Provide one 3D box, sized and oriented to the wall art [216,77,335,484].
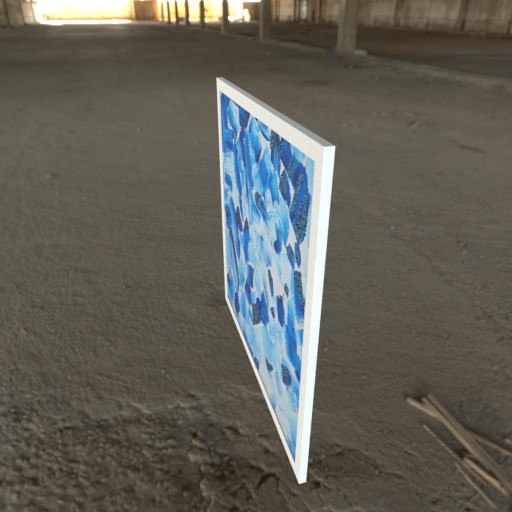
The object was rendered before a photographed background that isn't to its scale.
[{"bbox_3d":[0.000,0.000,0.982,0.015,0.660,0.660,-8,30,-14],"label":"wall art"}]
